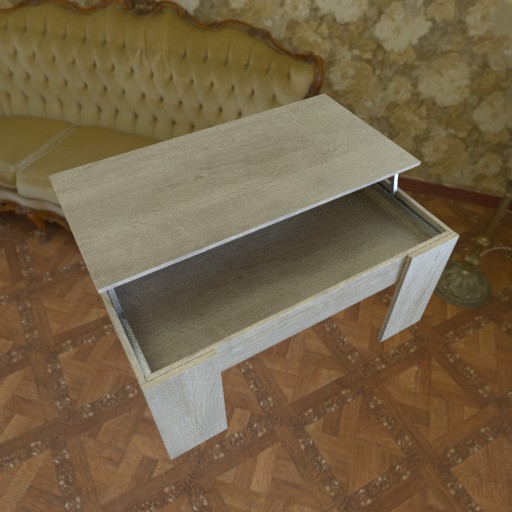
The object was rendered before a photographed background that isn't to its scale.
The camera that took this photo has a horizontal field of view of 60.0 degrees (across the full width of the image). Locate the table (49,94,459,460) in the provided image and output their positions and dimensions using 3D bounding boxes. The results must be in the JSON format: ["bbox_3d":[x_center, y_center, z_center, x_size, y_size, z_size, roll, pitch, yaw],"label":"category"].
[{"bbox_3d":[0.000,0.000,1.472,1.000,0.570,0.711,-23,51,-20],"label":"table"}]
